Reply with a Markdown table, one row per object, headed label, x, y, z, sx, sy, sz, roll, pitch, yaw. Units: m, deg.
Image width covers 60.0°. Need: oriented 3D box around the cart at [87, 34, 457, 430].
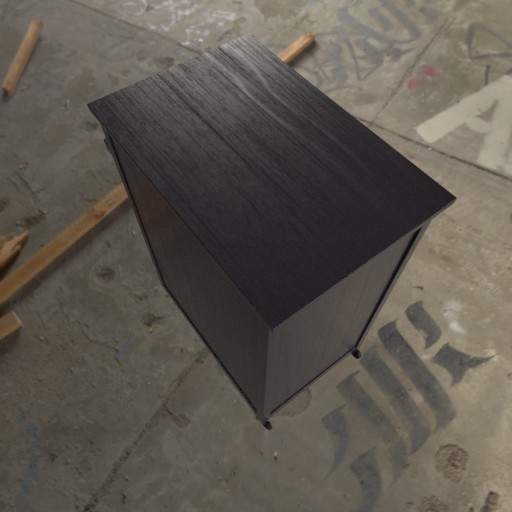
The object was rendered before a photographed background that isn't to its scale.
| label | x | y | z | sx | sy | sz | roll | pitch | yaw |
| --- | --- | --- | --- | --- | --- | --- | --- | --- | --- |
| cart | 0.000 | 0.000 | 1.277 | 0.449 | 0.878 | 0.690 | -33 | 64 | -19 |
